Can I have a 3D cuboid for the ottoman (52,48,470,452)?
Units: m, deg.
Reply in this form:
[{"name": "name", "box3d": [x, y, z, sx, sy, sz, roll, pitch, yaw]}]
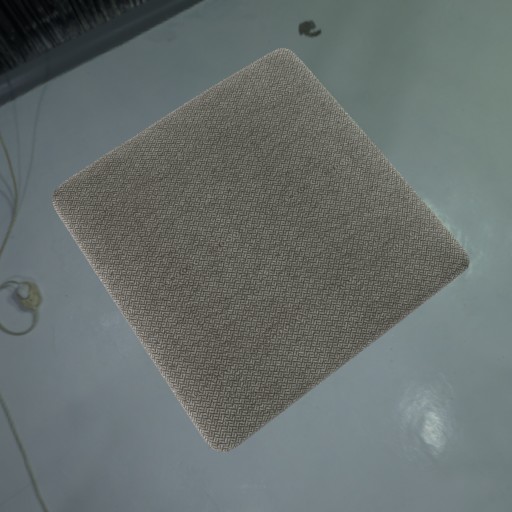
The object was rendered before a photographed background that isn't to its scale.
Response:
[{"name": "ottoman", "box3d": [0.000, 0.000, 0.906, 0.512, 0.453, 0.519, -35, 78, -8]}]
